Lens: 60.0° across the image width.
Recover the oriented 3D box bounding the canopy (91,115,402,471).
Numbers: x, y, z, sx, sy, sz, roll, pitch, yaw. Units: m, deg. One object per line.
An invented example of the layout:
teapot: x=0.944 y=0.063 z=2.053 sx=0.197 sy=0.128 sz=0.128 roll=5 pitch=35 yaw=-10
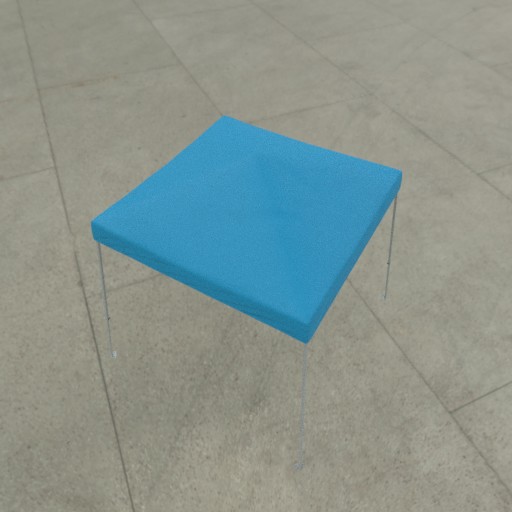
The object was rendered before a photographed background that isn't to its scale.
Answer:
canopy: x=0.000 y=0.000 z=5.231 sx=2.850 sy=2.850 sz=2.849 roll=23 pitch=51 yaw=20
